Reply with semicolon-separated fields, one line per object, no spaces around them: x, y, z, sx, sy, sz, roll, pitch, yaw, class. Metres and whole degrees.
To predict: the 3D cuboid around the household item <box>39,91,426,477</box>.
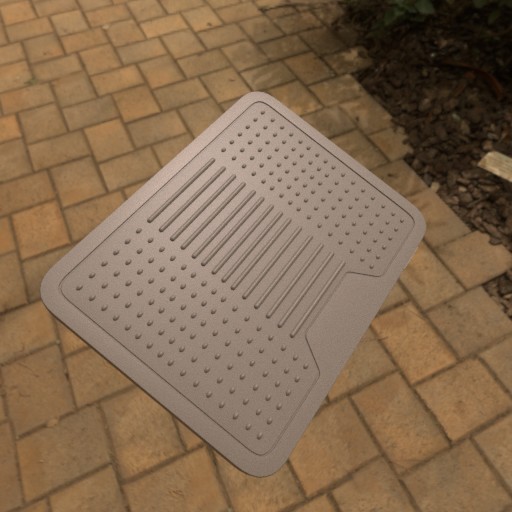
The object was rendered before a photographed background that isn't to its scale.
0.000;0.000;0.525;0.301;0.126;0.390;31;62;18;household item
